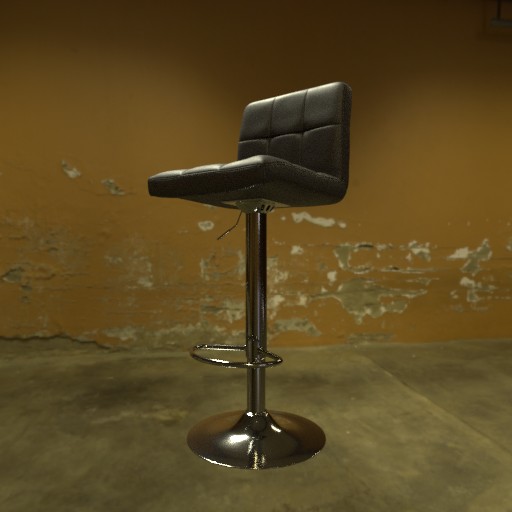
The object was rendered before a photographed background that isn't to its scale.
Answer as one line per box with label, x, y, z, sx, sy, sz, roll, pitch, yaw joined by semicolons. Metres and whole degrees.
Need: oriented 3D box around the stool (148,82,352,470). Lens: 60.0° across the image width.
stool;0.000;0.000;1.355;0.430;1.115;0.505;1;1;37
